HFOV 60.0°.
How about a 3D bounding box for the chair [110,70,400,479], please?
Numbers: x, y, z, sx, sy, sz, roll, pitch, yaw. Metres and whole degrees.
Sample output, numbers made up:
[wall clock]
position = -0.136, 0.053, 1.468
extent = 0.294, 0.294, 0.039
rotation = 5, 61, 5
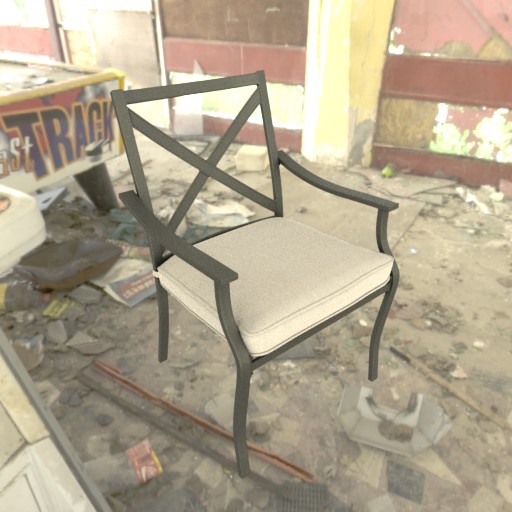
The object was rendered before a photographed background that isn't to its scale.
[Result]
[chair]
position = 0.000, 0.000, 1.275
extent = 0.575, 0.889, 0.620
rotation = -23, 38, -32
